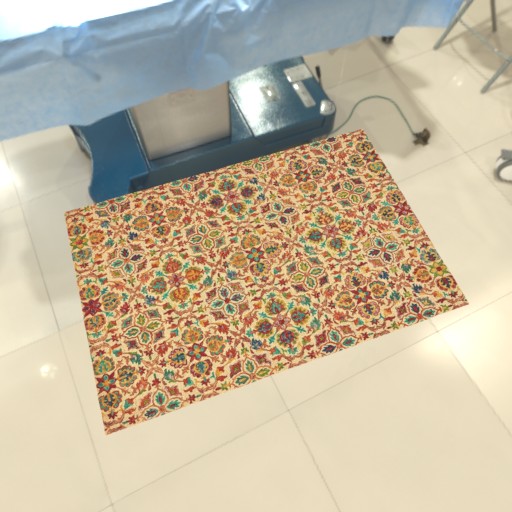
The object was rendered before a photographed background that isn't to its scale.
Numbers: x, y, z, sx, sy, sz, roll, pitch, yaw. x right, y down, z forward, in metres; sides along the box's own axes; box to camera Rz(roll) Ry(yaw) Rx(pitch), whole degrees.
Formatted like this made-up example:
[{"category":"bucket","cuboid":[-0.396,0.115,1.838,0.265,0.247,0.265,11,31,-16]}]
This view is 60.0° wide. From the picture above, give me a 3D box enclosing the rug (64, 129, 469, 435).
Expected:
[{"category":"rug","cuboid":[0.000,0.000,2.345,1.838,0.013,1.226,-18,64,-9]}]
